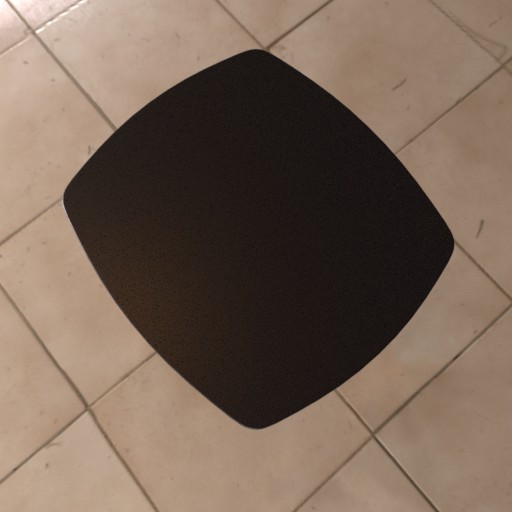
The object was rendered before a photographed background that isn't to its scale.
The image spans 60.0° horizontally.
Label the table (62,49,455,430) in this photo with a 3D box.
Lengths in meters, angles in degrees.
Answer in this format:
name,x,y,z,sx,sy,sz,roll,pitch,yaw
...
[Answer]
name,x,y,z,sx,sy,sz,roll,pitch,yaw
table,0.000,0.000,0.864,0.457,0.457,0.508,-40,80,-9
